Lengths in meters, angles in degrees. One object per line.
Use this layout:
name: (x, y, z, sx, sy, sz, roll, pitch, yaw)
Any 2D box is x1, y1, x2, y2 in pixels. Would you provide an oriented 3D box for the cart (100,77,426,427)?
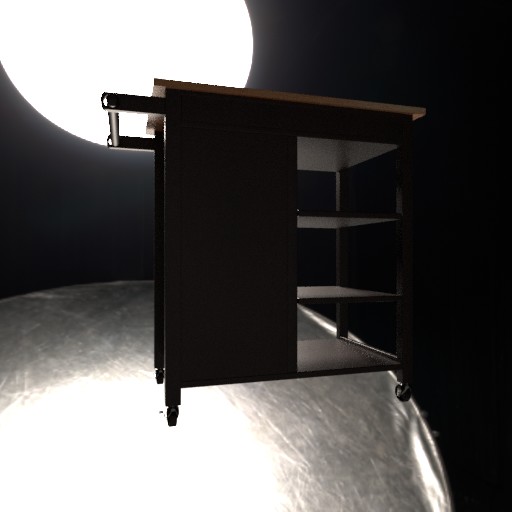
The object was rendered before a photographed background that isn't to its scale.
cart: (0.000, 0.000, 1.408, 0.914, 0.878, 0.472, 0, 0, -17)
